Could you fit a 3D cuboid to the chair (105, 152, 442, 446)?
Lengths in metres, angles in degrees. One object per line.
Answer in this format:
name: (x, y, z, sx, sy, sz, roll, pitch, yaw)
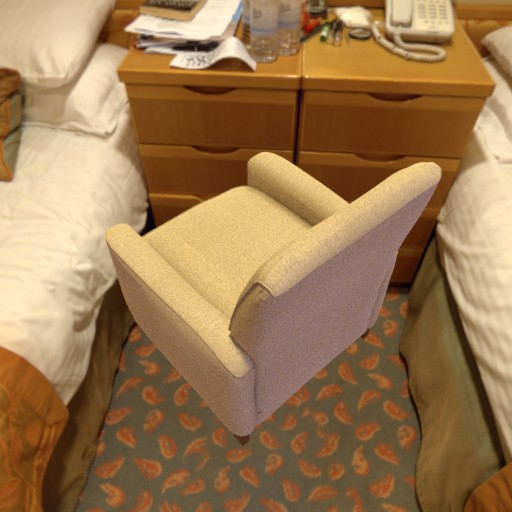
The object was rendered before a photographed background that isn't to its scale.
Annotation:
chair: (0.000, 0.000, 1.651, 0.848, 1.014, 0.864, -33, 54, -27)
